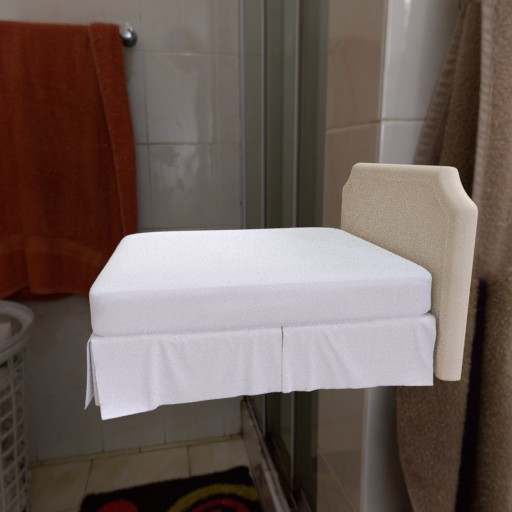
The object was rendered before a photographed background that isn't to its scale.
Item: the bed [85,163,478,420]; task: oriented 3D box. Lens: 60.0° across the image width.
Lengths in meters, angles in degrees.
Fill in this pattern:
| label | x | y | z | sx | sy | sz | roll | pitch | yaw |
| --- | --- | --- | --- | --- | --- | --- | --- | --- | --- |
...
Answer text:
| label | x | y | z | sx | sy | sz | roll | pitch | yaw |
| --- | --- | --- | --- | --- | --- | --- | --- | --- | --- |
| bed | 0.000 | 0.000 | 3.216 | 2.209 | 1.296 | 1.827 | -2 | 13 | -10 |
